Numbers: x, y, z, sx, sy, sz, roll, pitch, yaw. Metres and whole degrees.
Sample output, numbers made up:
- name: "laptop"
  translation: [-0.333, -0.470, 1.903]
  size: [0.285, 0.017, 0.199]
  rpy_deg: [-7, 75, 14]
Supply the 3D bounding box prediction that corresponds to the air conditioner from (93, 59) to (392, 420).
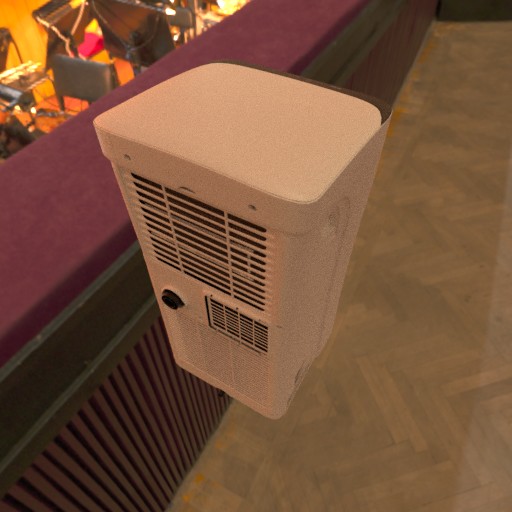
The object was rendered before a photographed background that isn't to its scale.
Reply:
- name: "air conditioner"
  translation: [0.000, 0.000, 0.918]
  size: [0.352, 0.716, 0.369]
  rpy_deg: [24, 52, 20]
